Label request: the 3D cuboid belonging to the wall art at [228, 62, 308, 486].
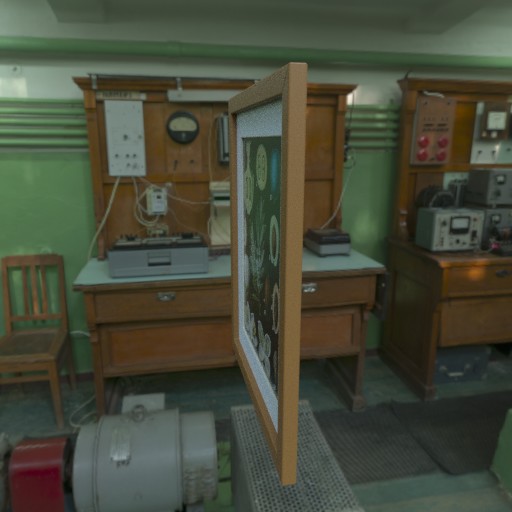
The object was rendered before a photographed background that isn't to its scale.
[{"bbox_3d":[0.000,0.000,0.764,0.021,0.550,0.449,-3,15,-12],"label":"wall art"}]
